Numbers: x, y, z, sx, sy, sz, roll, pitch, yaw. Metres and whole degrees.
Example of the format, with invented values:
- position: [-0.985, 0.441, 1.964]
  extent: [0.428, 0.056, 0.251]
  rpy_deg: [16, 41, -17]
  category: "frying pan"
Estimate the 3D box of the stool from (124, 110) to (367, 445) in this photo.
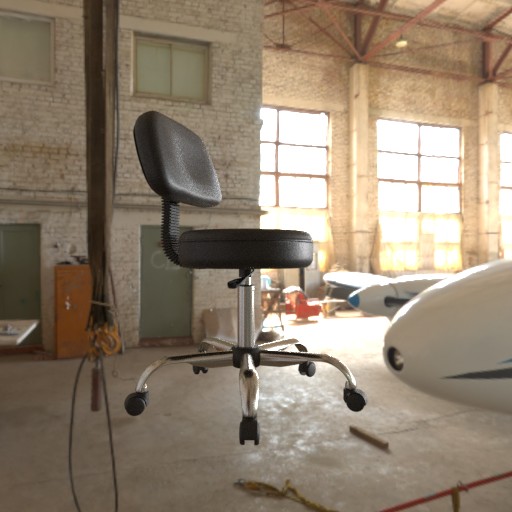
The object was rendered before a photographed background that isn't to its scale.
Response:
- position: [0.000, 0.000, 1.331]
  extent: [0.648, 0.862, 0.673]
  rpy_deg: [0, 0, 18]
  category: "stool"
